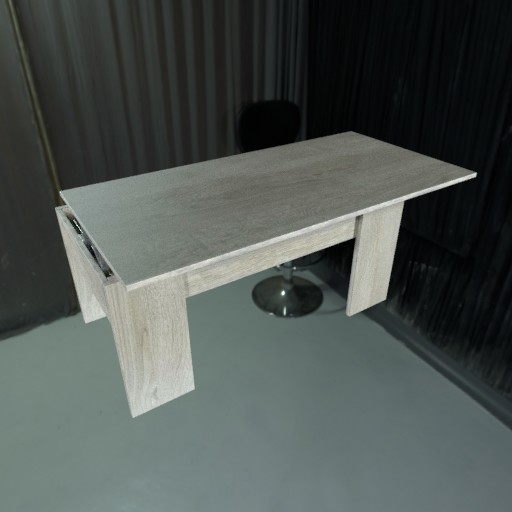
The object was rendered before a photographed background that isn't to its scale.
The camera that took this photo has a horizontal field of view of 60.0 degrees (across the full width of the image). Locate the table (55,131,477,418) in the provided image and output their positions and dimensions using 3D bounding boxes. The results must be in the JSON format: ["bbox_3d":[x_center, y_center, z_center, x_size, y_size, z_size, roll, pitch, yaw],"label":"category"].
[{"bbox_3d":[0.000,0.000,1.397,1.000,0.570,0.711,-19,36,-28],"label":"table"}]
